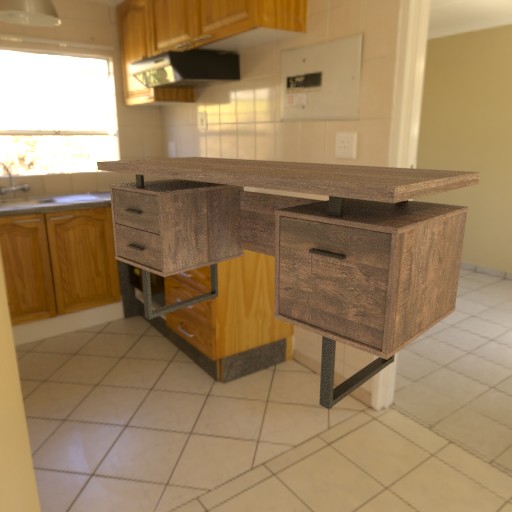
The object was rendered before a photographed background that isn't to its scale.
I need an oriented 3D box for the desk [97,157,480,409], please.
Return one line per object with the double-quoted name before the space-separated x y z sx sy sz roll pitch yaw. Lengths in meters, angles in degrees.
"desk" 0.000 0.000 1.900 1.524 0.760 0.600 14 21 42
